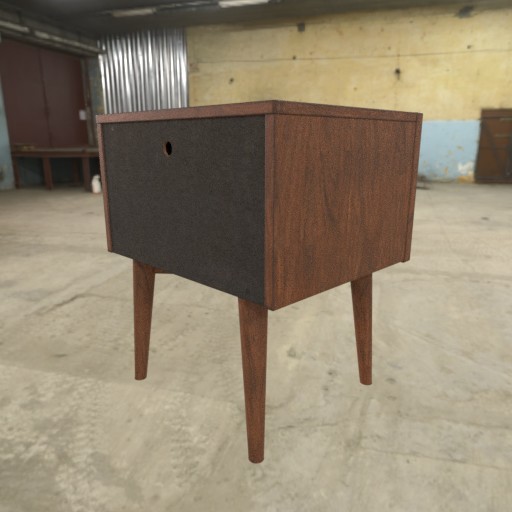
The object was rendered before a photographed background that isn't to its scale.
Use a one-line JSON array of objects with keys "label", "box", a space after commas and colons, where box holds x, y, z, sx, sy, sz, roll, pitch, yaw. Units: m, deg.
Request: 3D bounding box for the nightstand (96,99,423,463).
[{"label": "nightstand", "box": [0.000, 0.000, 0.993, 0.445, 0.607, 0.521, -14, 20, -43]}]
